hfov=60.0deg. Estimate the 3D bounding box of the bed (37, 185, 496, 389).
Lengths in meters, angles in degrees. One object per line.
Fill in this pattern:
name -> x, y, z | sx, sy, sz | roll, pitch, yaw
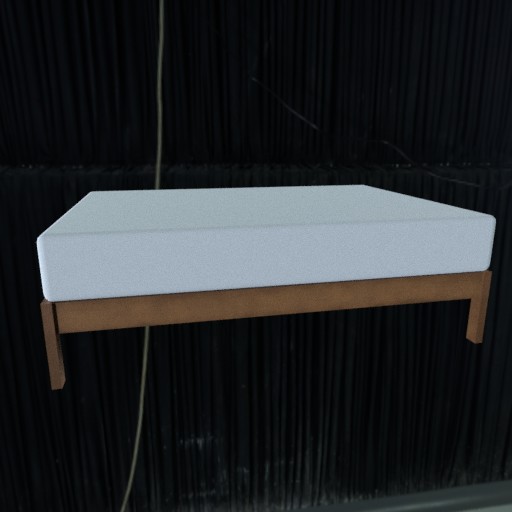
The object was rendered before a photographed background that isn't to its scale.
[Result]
bed -> 0.000, 0.000, 2.488 | 1.927, 0.616, 1.348 | -3, 15, -12
